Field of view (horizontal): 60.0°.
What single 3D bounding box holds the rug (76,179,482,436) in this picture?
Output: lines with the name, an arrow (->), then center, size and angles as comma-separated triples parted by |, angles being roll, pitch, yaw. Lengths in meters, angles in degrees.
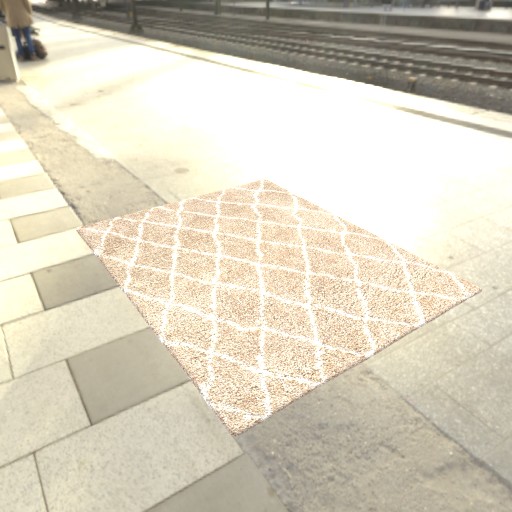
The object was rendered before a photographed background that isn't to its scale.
rug -> 0.000, 0.000, 4.114 | 2.438, 0.029, 3.047 | -20, 36, -29
